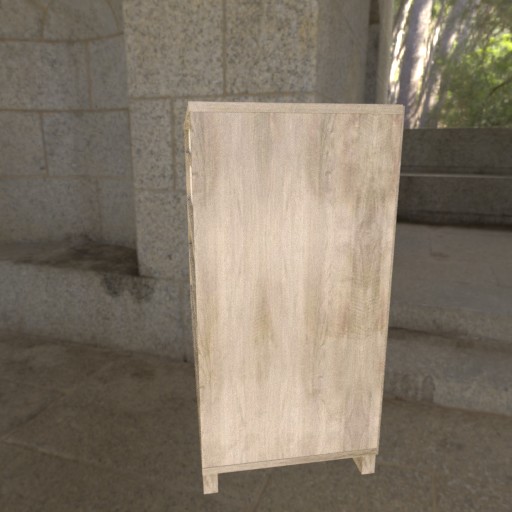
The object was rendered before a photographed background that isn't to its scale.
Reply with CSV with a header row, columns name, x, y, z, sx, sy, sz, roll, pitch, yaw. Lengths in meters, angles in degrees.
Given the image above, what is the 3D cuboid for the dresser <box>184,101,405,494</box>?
name,x,y,z,sx,sy,sz,roll,pitch,yaw
dresser,0.000,0.000,1.377,0.404,0.816,0.994,-2,14,-9
